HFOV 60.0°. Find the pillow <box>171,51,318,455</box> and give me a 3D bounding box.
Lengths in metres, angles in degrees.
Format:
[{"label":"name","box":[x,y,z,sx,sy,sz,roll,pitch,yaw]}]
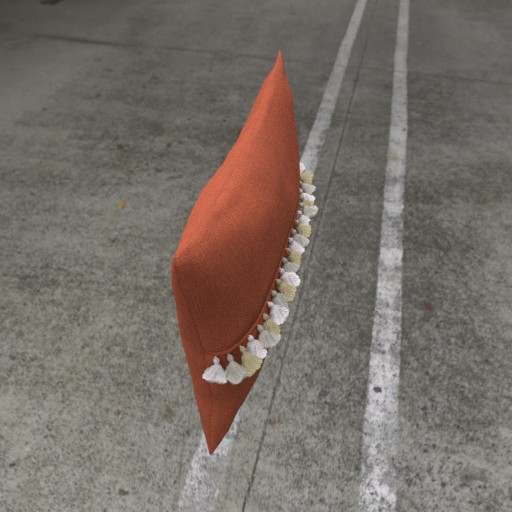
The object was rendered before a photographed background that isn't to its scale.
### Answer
[{"label":"pillow","box":[0.000,0.000,0.727,0.165,0.482,0.490,11,48,10]}]
